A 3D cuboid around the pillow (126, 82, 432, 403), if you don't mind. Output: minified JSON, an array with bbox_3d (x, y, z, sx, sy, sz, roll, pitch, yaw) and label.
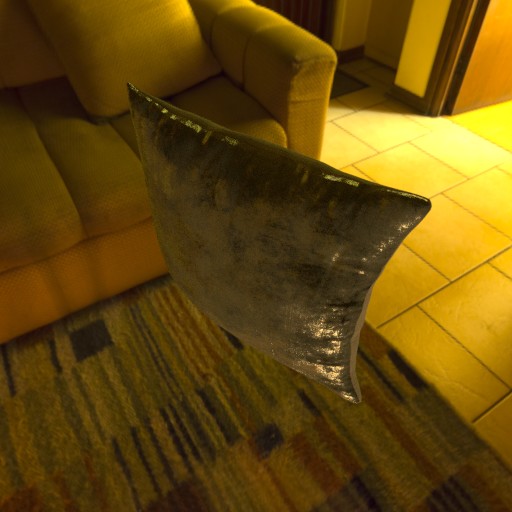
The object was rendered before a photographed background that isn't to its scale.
[{"bbox_3d":[0.000,0.000,0.727,0.470,0.464,0.175,28,52,25],"label":"pillow"}]
